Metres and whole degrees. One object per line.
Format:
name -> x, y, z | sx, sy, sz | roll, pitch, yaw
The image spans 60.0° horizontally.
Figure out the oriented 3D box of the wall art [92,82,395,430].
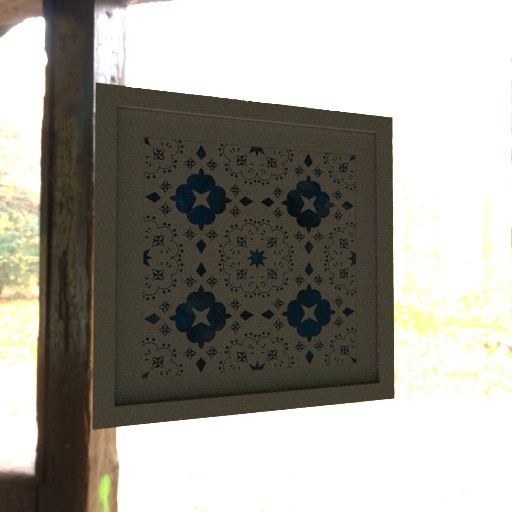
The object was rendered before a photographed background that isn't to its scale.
wall art -> 0.000, 0.000, 0.518 | 0.355, 0.355, 0.027 | 0, -2, -17
